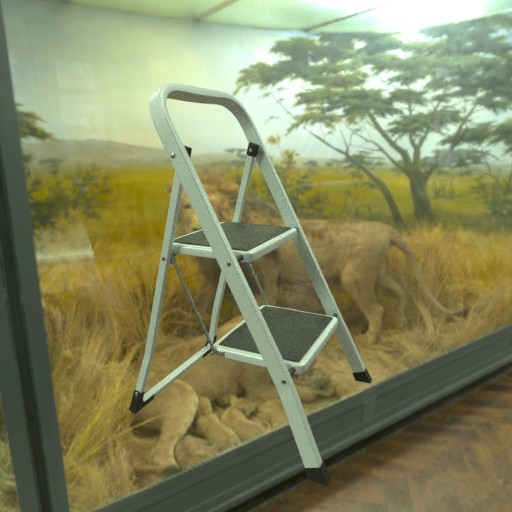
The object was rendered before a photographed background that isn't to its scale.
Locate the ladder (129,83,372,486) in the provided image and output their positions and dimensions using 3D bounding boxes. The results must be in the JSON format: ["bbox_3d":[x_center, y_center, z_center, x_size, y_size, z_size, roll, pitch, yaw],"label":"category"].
[{"bbox_3d":[0.000,0.000,1.119,0.544,0.810,0.460,7,17,24],"label":"ladder"}]
